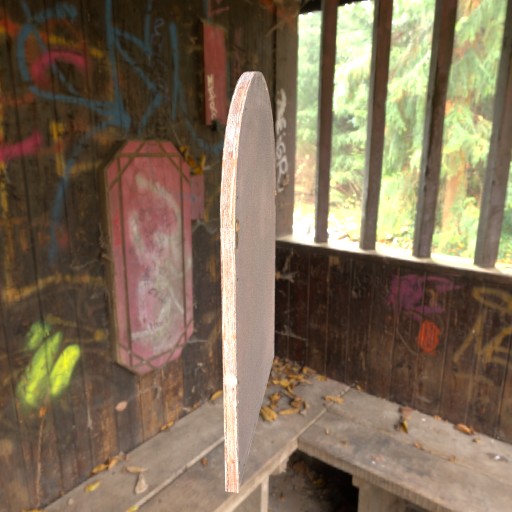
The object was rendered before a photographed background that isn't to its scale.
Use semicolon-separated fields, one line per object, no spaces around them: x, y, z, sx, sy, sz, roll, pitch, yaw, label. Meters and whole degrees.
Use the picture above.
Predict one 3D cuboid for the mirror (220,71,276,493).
0.000;0.000;1.191;0.032;0.920;0.660;2;14;9;mirror
